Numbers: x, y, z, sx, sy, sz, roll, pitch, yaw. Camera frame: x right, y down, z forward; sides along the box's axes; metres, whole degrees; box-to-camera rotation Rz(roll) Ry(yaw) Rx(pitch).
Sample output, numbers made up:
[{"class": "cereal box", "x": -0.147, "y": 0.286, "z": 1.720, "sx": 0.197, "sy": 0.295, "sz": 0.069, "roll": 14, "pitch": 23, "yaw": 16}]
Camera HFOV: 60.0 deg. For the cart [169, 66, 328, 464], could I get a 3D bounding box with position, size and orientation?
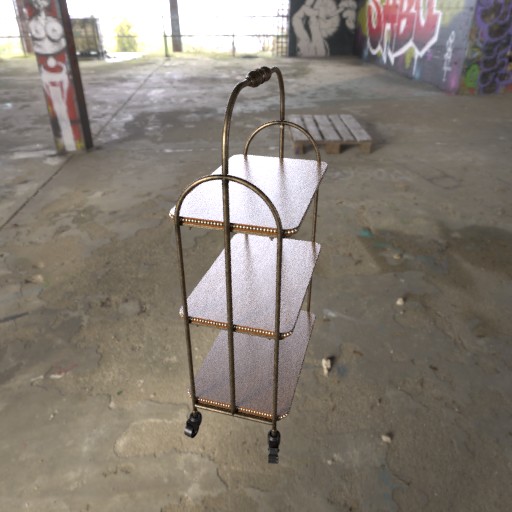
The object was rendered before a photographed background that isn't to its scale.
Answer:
[{"class": "cart", "x": 0.000, "y": 0.000, "z": 1.347, "sx": 0.330, "sy": 1.052, "sz": 0.650, "roll": 8, "pitch": 30, "yaw": 14}]
